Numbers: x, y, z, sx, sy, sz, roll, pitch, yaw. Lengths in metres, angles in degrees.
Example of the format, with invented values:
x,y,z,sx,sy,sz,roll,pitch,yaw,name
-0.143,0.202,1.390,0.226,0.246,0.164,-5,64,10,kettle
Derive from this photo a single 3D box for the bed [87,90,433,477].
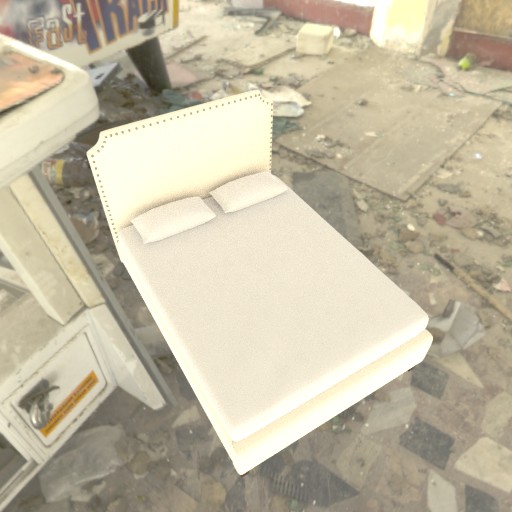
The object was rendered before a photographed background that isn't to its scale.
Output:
x,y,z,sx,sy,sz,roll,pitch,yaw,name
0.000,0.000,3.505,1.712,1.497,2.372,-23,50,-21,bed
